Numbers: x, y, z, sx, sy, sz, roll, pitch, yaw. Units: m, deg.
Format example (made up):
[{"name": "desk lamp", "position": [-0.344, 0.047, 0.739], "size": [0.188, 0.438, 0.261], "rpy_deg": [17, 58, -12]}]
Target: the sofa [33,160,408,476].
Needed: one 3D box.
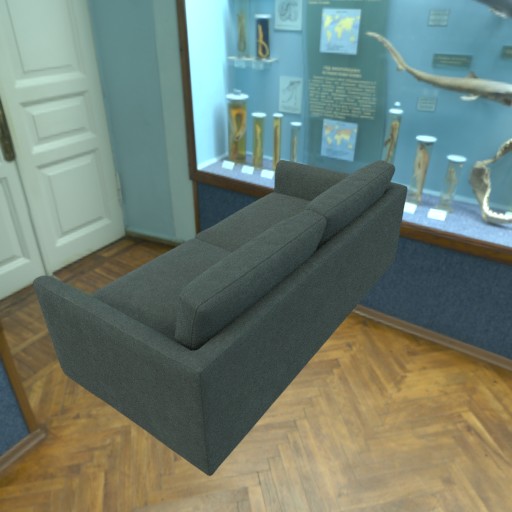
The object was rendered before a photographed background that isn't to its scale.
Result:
[{"name": "sofa", "position": [0.000, 0.000, 2.758], "size": [1.092, 0.838, 2.257], "rpy_deg": [20, 36, 30]}]
